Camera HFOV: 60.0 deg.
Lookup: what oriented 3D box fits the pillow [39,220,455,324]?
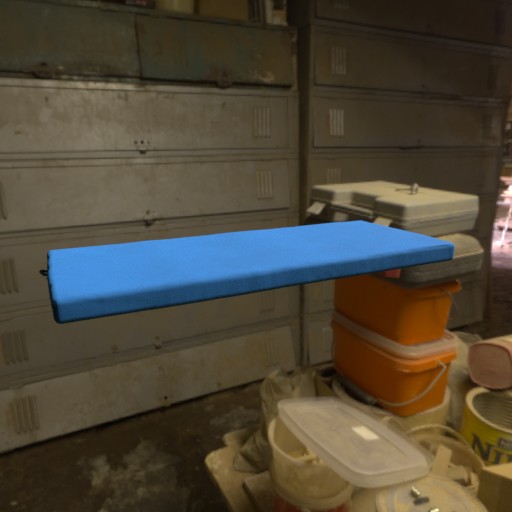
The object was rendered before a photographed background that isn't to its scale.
[{"bbox_3d":[0.000,0.000,1.342,1.187,0.081,0.492,-7,16,-25],"label":"pillow"}]
